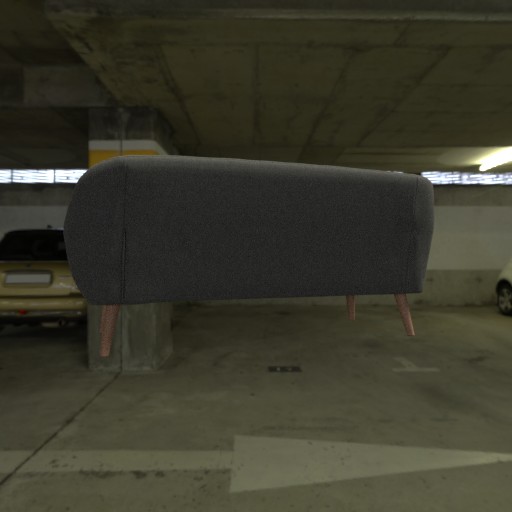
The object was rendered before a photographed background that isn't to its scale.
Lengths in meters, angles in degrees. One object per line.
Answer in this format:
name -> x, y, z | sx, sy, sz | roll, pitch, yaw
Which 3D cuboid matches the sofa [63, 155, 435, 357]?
sofa -> 0.000, 0.000, 2.298 | 1.840, 0.820, 0.820 | 0, 0, -19
